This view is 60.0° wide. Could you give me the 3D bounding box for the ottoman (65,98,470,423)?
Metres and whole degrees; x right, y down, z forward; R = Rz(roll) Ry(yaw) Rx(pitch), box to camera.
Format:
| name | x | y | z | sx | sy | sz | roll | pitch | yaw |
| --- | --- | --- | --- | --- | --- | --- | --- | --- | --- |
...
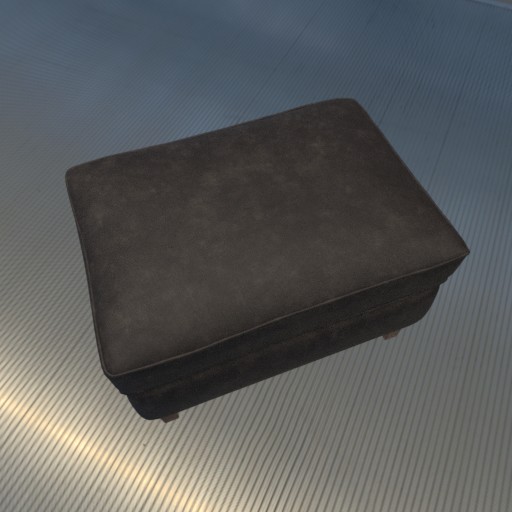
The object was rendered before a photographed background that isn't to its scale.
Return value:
| name | x | y | z | sx | sy | sz | roll | pitch | yaw |
| --- | --- | --- | --- | --- | --- | --- | --- | --- | --- |
| ottoman | 0.000 | 0.000 | 0.974 | 0.665 | 0.413 | 0.501 | -17 | 59 | -11 |
